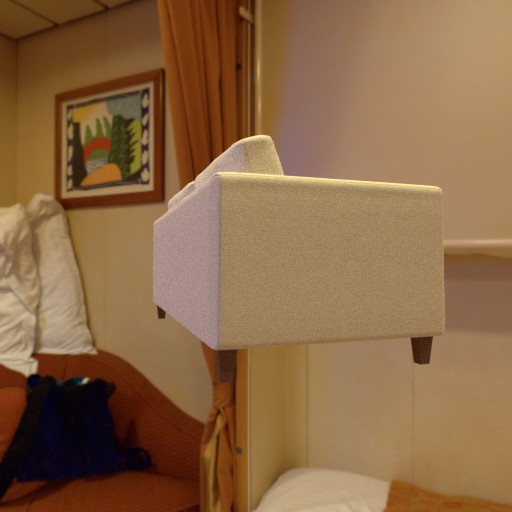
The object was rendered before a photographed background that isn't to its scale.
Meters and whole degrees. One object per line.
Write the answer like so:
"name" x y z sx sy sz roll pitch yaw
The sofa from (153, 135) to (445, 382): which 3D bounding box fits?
"sofa" 0.000 0.000 2.515 0.965 0.889 1.981 0 -1 -19
